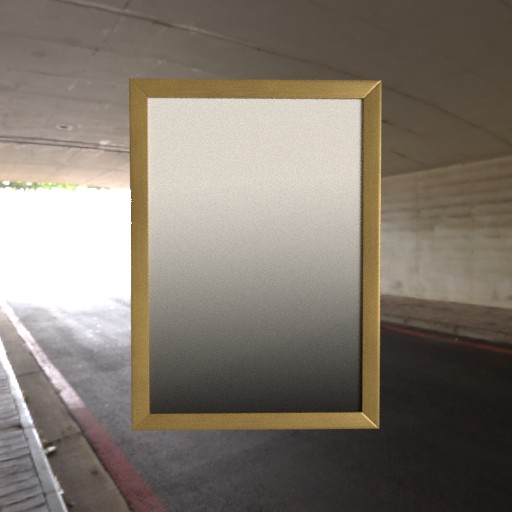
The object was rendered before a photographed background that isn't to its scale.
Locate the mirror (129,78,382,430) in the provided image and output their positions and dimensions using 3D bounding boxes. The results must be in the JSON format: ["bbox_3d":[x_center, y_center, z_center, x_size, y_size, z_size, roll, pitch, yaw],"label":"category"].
[{"bbox_3d":[0.000,0.000,0.918,0.507,0.710,0.040,0,1,-1],"label":"mirror"}]
